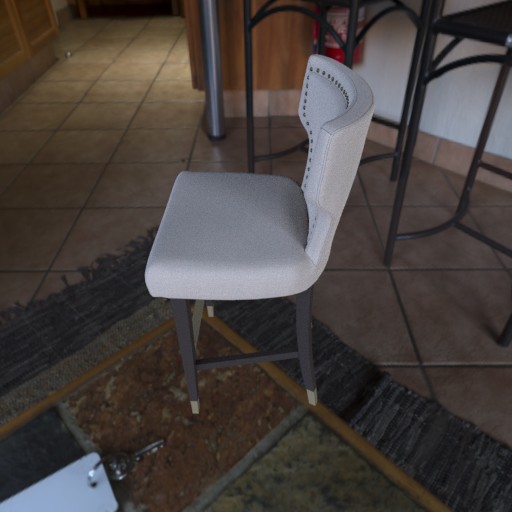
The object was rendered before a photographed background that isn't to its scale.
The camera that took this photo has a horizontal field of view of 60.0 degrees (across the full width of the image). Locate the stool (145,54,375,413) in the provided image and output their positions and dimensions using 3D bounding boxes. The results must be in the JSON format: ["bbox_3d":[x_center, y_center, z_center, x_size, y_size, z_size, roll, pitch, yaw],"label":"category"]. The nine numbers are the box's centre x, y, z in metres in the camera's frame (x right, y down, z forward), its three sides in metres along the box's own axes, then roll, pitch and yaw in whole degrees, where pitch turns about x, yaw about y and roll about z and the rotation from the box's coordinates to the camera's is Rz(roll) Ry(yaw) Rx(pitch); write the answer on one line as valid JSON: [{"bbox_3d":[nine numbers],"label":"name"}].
[{"bbox_3d":[0.000,0.000,1.417,0.563,1.092,0.526,2,40,2],"label":"stool"}]
